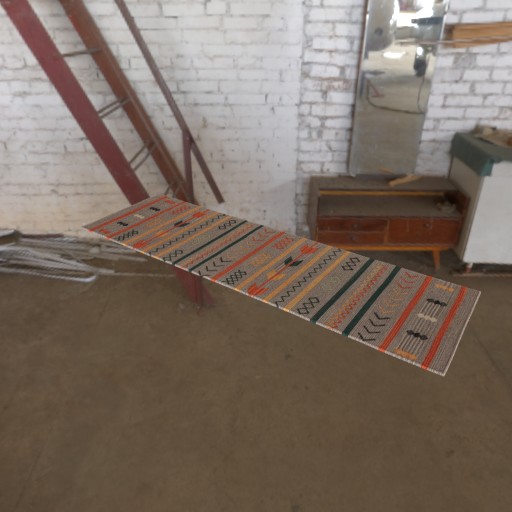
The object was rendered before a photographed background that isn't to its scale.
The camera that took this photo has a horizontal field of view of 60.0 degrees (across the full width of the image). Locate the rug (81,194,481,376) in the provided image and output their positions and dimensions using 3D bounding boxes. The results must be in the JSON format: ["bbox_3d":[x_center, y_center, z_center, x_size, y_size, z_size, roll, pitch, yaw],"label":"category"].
[{"bbox_3d":[0.000,0.000,2.699,2.419,0.022,0.744,19,35,30],"label":"rug"}]
